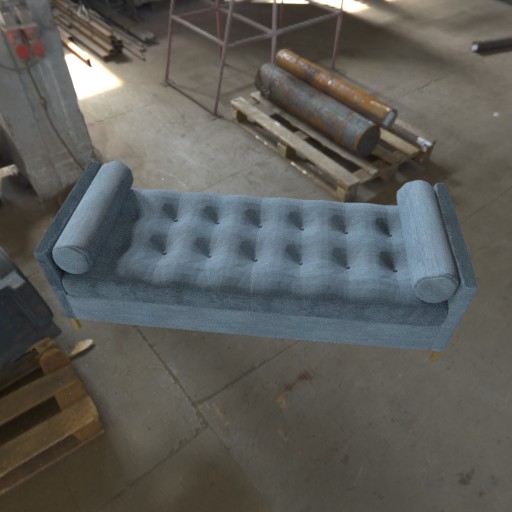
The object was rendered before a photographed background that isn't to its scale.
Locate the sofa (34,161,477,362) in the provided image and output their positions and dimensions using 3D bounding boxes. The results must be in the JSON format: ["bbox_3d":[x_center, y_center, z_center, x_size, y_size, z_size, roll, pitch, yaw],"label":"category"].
[{"bbox_3d":[0.000,0.000,2.517,2.102,0.705,0.796,4,47,4],"label":"sofa"}]
